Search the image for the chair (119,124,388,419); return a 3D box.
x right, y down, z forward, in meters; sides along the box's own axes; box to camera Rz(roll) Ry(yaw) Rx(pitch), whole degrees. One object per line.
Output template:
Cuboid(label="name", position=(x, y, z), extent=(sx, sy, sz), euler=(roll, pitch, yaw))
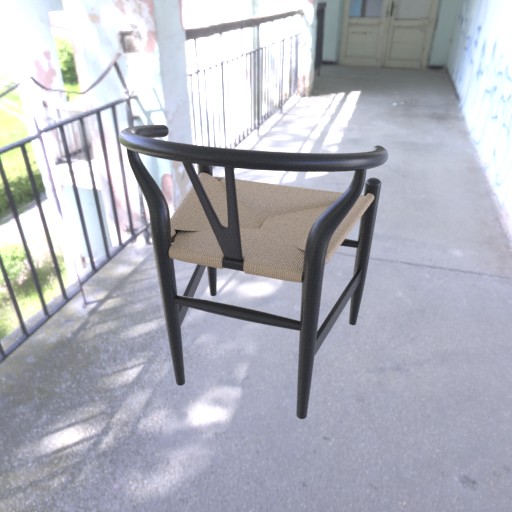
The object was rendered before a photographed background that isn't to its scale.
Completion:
Cuboid(label="chair", position=(0.000, 0.000, 1.136), extent=(0.570, 0.739, 0.570), euler=(10, 33, 16))
